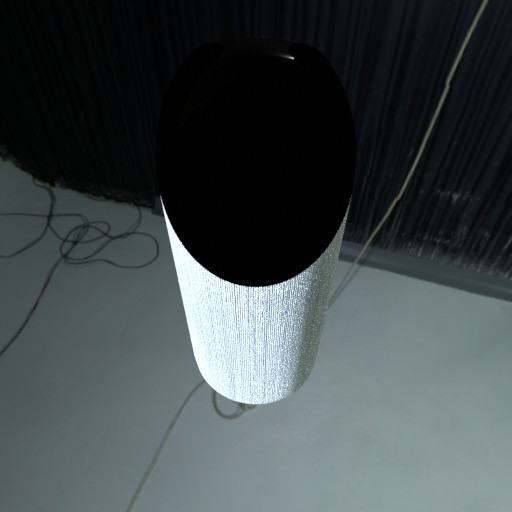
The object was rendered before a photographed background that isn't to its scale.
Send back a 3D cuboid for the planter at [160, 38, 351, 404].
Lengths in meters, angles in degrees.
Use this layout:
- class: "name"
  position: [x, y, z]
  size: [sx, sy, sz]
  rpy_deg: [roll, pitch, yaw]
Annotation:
- class: "planter"
  position: [0.000, 0.000, 0.126]
  size: [0.045, 0.103, 0.045]
  rpy_deg: [10, 50, 9]
